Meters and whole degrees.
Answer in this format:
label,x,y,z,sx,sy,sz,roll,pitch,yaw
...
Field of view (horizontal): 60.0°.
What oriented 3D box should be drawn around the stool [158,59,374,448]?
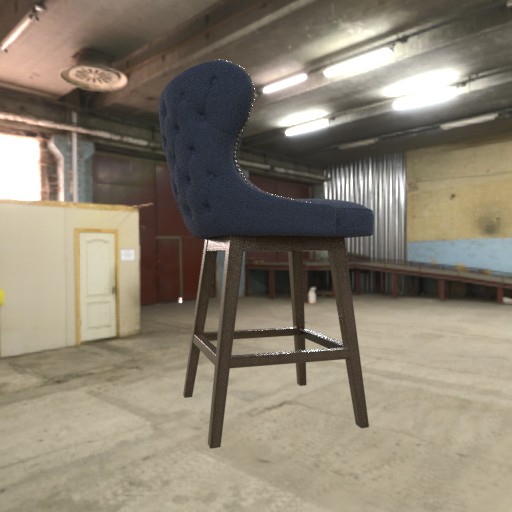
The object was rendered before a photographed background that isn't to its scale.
label,x,y,z,sx,sy,sz,roll,pitch,yaw
stool,0.000,0.000,1.390,0.597,0.972,0.615,0,0,-18
